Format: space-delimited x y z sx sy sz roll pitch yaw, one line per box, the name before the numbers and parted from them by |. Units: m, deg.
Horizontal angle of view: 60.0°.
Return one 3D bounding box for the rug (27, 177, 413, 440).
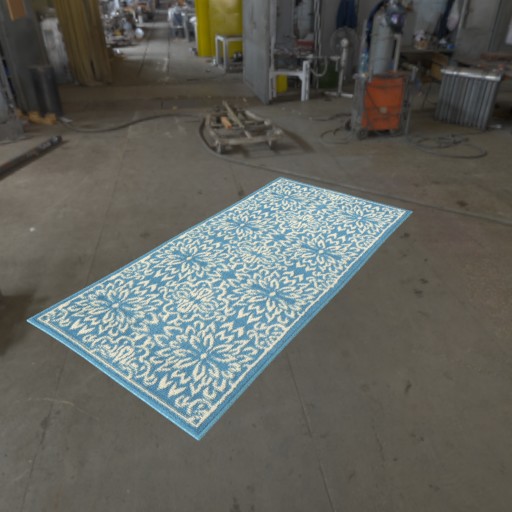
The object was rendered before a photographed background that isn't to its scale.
rug | 0.000 0.000 1.424 0.604 0.007 1.219 21 38 30
